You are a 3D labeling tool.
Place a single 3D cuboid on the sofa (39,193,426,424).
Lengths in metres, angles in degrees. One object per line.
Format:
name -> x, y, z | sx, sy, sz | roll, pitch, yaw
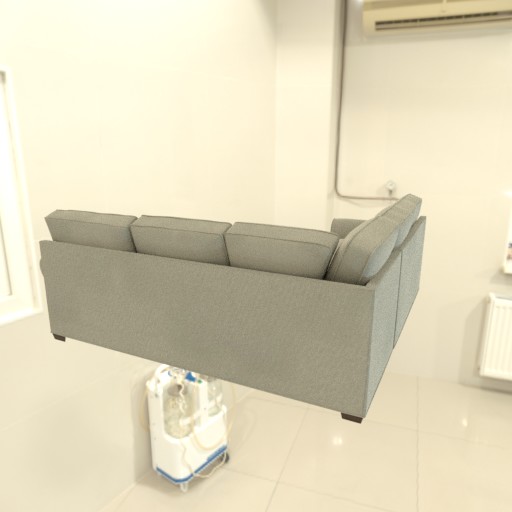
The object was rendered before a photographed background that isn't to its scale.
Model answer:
sofa -> 0.000, 0.000, 3.921 | 2.562, 1.053, 2.487 | 7, 17, 25
